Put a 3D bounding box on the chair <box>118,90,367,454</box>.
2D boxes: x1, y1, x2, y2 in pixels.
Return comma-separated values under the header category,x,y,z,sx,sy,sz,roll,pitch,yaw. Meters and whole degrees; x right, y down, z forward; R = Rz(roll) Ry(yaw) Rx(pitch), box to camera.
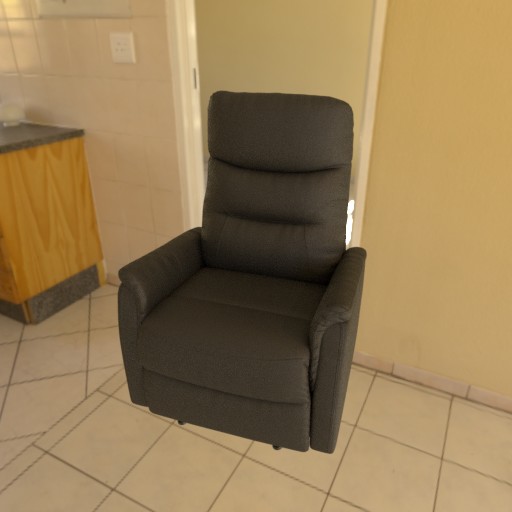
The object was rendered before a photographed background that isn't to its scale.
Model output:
category,x,y,z,sx,sy,sz,roll,pitch,yaw
chair,0.000,0.000,1.636,0.775,1.082,0.831,8,28,16
